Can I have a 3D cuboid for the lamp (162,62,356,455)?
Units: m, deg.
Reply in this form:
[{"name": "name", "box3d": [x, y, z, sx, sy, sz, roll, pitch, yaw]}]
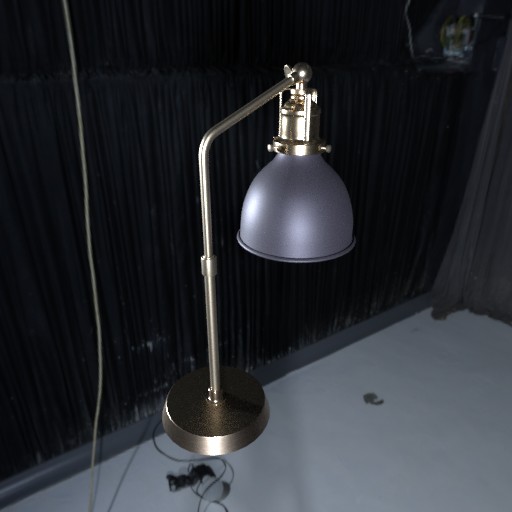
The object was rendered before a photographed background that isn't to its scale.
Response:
[{"name": "lamp", "box3d": [0.000, 0.000, 0.573, 0.291, 0.456, 0.160, -17, 31, -31]}]
